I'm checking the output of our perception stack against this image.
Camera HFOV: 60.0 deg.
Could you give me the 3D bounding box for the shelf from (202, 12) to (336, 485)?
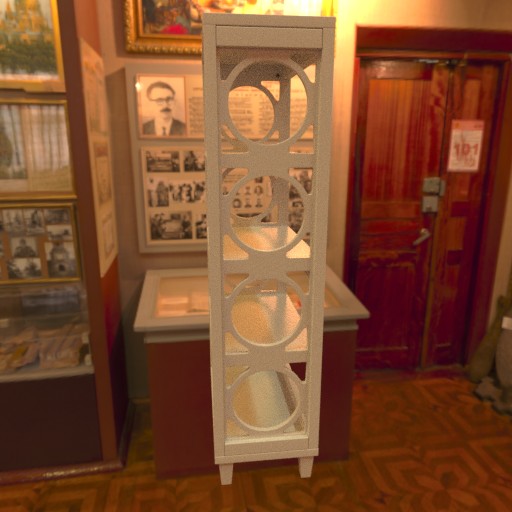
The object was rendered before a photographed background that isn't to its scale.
[{"bbox_3d":[0.000,0.000,1.582,0.340,1.411,0.611,-2,15,-7],"label":"shelf"}]
